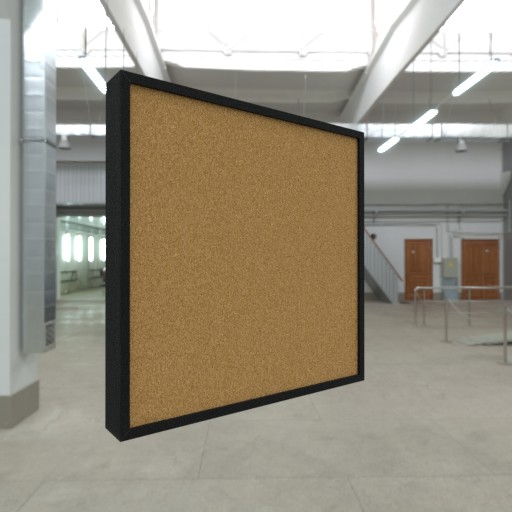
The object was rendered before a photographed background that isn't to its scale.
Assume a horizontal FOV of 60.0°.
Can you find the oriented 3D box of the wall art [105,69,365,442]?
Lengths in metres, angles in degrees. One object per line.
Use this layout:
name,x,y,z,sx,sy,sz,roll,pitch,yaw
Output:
wall art,0.000,0.000,0.469,0.305,0.305,0.037,0,0,-37
